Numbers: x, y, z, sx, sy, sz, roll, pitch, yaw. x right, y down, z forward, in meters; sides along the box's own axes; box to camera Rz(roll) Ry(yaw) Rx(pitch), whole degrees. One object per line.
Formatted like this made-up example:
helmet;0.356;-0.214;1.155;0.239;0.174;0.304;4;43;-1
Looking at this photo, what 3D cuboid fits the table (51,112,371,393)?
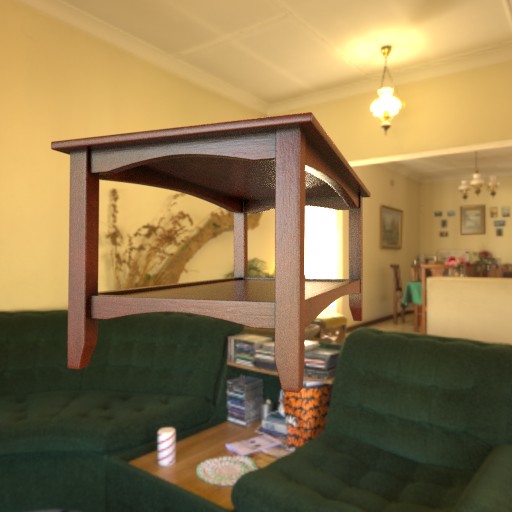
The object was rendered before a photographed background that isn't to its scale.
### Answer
table;0.000;0.000;1.237;0.533;0.456;0.943;0;0;20
